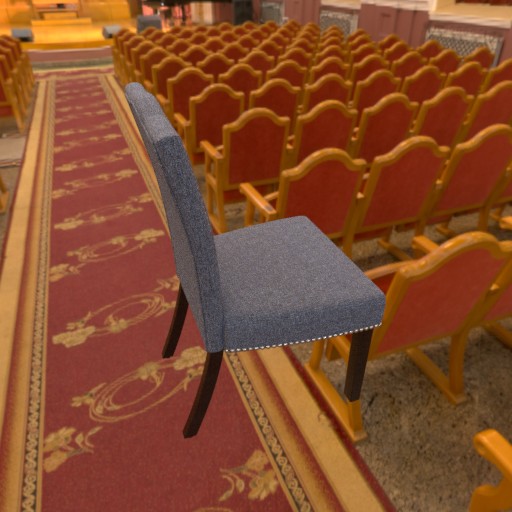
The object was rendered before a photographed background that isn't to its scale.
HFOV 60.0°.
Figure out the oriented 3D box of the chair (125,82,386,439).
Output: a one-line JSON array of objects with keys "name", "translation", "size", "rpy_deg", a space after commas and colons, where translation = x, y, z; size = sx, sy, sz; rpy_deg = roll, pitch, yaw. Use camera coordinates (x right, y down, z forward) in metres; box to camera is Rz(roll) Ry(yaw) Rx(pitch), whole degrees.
[{"name": "chair", "translation": [0.000, 0.000, 1.290], "size": [0.589, 0.946, 0.518], "rpy_deg": [-11, 34, -17]}]
